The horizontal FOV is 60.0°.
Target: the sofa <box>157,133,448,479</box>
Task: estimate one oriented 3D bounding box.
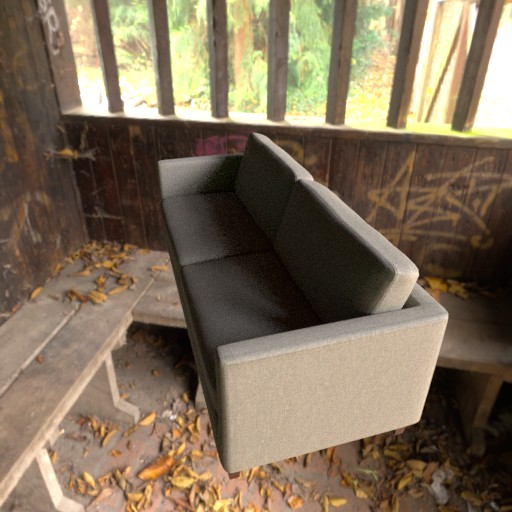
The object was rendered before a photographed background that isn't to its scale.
[{"bbox_3d":[0.000,0.000,2.638,0.956,0.963,2.208,-9,32,-14],"label":"sofa"}]
